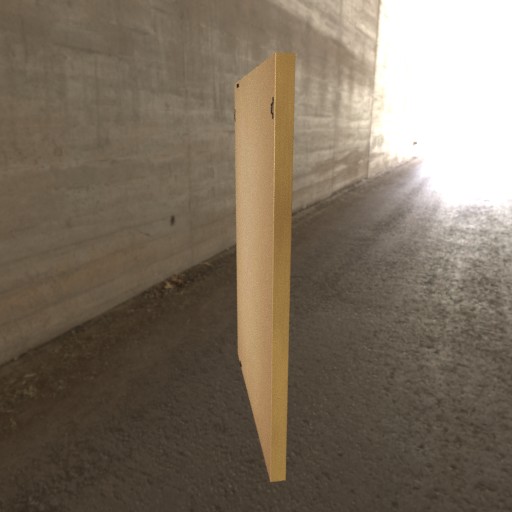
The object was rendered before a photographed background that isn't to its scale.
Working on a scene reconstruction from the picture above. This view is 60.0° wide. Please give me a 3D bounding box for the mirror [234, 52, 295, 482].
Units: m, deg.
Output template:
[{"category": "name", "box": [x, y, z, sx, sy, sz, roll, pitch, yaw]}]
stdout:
[{"category": "mirror", "box": [0.000, 0.000, 1.189, 0.041, 0.915, 0.609, -3, 17, -9]}]
